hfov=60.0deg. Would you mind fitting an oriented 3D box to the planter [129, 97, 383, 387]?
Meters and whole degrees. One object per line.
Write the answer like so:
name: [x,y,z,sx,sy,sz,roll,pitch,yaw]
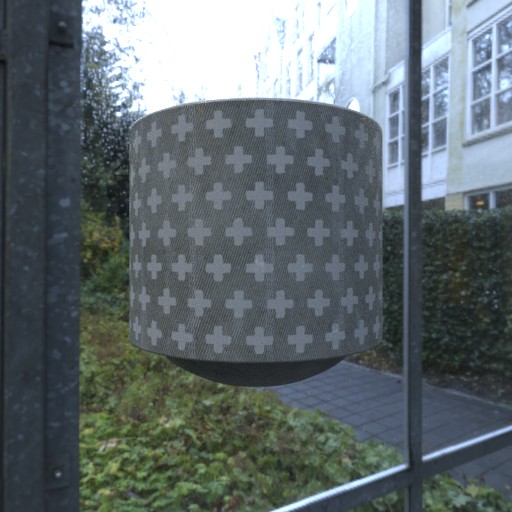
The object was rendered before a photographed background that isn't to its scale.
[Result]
planter: [0.000,0.000,0.456,0.250,0.239,0.250,0,0,0]
